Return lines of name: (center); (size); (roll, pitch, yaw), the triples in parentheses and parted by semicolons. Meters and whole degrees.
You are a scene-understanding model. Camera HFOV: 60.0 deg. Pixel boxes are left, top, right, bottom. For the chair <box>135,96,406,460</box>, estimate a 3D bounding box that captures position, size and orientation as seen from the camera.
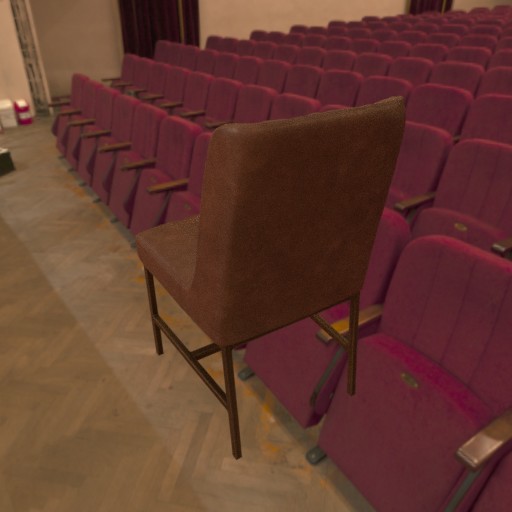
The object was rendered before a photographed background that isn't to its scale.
chair: (0.000, 0.000, 1.234); (0.508, 0.889, 0.587); (-18, 34, -28)
